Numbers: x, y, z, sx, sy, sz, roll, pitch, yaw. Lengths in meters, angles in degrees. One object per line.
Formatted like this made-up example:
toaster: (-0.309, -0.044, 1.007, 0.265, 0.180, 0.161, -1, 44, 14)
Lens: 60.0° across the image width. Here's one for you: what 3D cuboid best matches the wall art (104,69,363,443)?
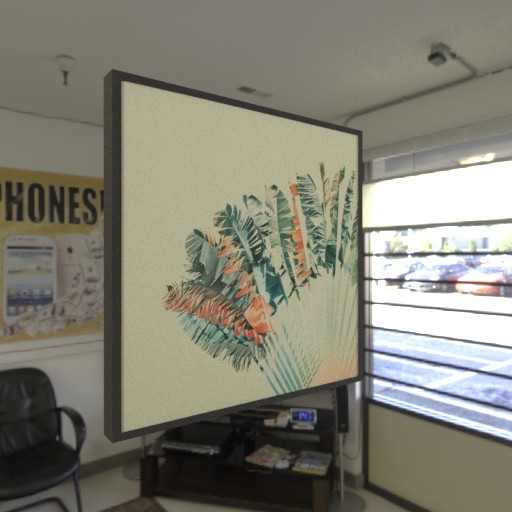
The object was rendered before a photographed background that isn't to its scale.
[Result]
wall art: (0.000, 0.000, 0.765, 0.509, 0.507, 0.037, 0, 0, -36)
